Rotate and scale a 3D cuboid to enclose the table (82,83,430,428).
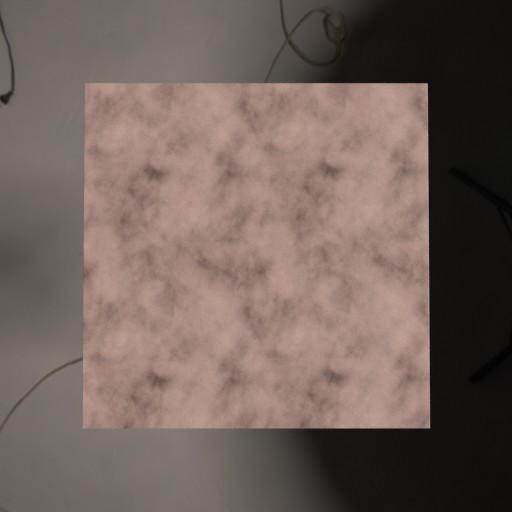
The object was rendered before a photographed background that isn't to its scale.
[{"bbox_3d":[0.000,0.000,1.011,0.670,0.305,0.670,0,89,0],"label":"table"}]
